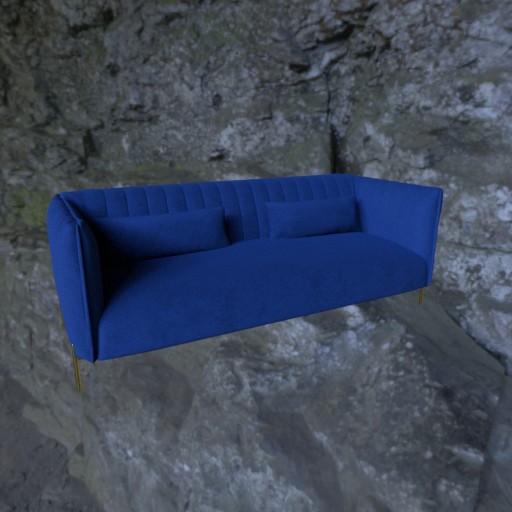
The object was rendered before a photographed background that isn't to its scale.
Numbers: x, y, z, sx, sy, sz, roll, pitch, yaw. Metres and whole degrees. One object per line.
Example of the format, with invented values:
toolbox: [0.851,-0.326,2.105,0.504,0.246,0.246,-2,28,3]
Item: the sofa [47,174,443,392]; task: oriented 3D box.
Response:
sofa: [0.000,0.000,2.585,2.136,0.793,0.896,-9,19,-26]
